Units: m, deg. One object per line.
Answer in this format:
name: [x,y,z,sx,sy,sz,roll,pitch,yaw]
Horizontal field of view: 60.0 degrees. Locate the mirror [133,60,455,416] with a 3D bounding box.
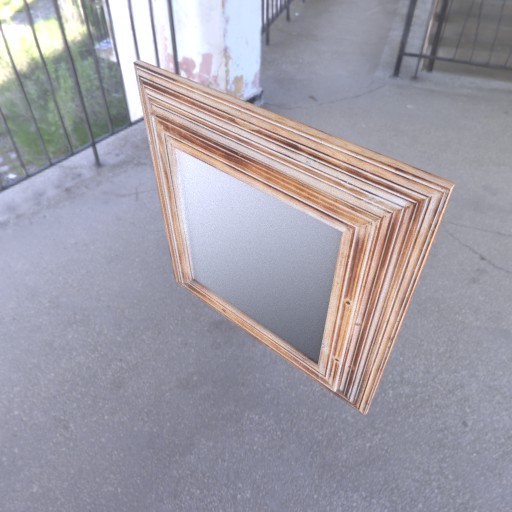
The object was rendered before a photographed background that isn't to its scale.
mirror: [0.000,0.000,1.176,0.804,0.804,0.061,31,52,27]
